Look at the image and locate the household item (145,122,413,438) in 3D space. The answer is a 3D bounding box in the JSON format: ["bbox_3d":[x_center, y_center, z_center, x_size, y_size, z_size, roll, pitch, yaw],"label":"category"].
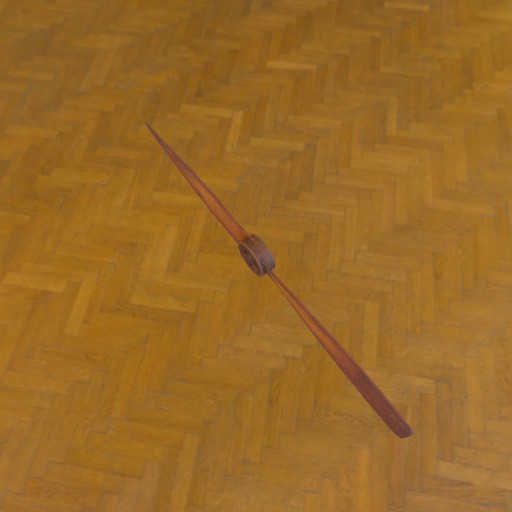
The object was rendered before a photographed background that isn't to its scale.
[{"bbox_3d":[0.000,0.000,1.244,0.051,0.121,1.181,-34,68,-16],"label":"household item"}]
